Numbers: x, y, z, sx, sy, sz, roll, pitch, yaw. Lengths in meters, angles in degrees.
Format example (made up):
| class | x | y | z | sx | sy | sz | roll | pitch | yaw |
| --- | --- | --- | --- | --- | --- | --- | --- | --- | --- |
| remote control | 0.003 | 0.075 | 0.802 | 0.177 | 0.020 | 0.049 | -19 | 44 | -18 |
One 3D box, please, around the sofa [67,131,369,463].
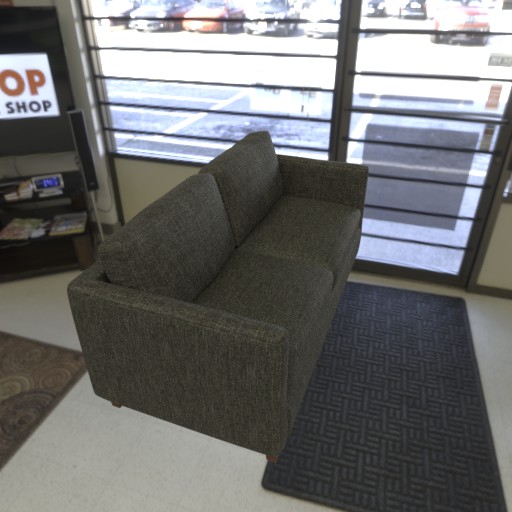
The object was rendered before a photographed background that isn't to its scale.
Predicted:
| class | x | y | z | sx | sy | sz | roll | pitch | yaw |
| --- | --- | --- | --- | --- | --- | --- | --- | --- | --- |
| sofa | 0.000 | 0.000 | 2.498 | 0.950 | 0.963 | 1.884 | 11 | 33 | 18 |
